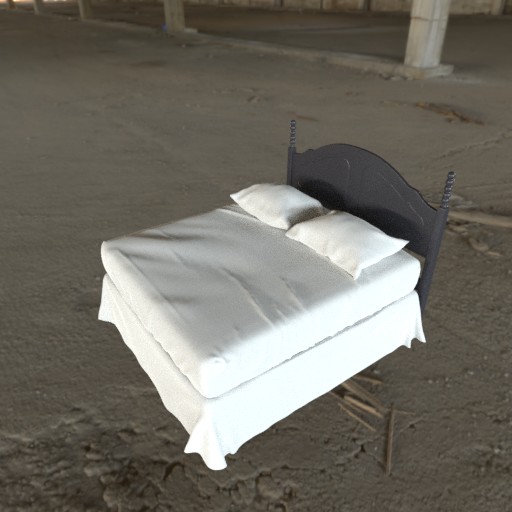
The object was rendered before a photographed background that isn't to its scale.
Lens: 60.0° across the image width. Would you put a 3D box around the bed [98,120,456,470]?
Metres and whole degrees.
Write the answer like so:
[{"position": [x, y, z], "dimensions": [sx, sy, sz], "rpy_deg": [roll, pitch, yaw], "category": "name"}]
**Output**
[{"position": [0.000, 0.000, 3.261], "dimensions": [2.040, 1.356, 1.873], "rpy_deg": [-20, 37, -30], "category": "bed"}]
